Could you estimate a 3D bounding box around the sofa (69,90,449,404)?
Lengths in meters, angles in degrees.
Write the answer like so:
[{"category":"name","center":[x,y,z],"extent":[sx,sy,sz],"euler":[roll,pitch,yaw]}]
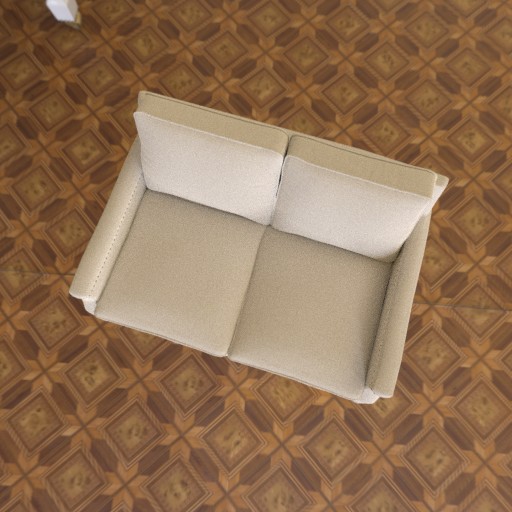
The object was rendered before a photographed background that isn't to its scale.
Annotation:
[{"category":"sofa","center":[0.000,0.000,2.275],"extent":[1.597,1.003,1.084],"euler":[17,76,4]}]
